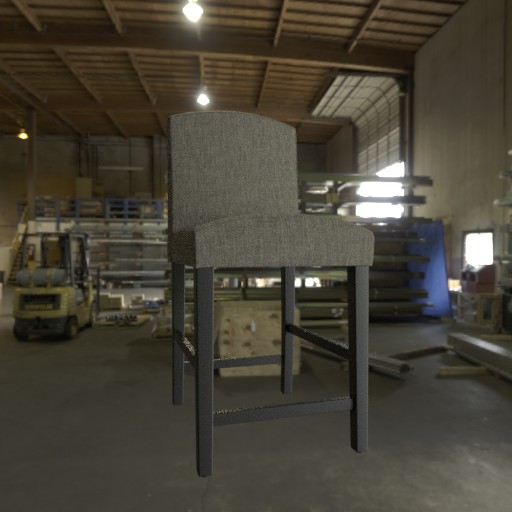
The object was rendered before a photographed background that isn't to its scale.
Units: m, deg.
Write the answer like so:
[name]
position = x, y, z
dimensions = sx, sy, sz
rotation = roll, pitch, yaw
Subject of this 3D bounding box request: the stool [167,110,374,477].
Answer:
[stool]
position = 0.000, 0.000, 1.264
dimensions = 0.451, 0.966, 0.552
rotation = 0, 1, -18
